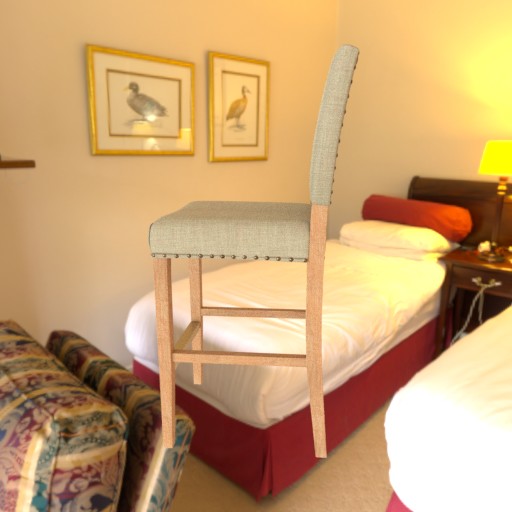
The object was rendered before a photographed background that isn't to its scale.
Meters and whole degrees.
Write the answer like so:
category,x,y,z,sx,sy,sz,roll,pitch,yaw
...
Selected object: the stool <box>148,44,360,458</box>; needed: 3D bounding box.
category,x,y,z,sx,sy,sz,roll,pitch,yaw
stool,0.000,0.000,1.477,0.585,1.203,0.445,2,14,6
